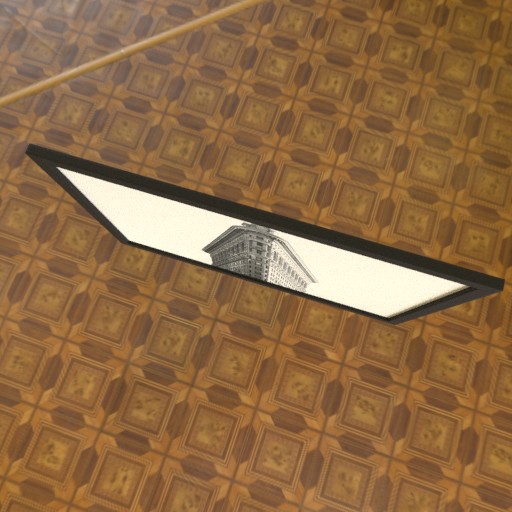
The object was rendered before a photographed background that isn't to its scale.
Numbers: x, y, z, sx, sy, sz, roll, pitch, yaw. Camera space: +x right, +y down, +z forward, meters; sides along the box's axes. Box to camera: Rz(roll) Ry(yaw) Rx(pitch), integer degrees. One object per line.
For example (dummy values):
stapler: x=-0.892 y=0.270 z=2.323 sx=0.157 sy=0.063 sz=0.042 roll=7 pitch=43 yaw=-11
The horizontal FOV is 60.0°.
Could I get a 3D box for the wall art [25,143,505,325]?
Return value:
wall art: x=0.000 y=0.000 z=1.178 sx=0.964 sy=0.659 sz=0.049 roll=18 pitch=76 yaw=4
